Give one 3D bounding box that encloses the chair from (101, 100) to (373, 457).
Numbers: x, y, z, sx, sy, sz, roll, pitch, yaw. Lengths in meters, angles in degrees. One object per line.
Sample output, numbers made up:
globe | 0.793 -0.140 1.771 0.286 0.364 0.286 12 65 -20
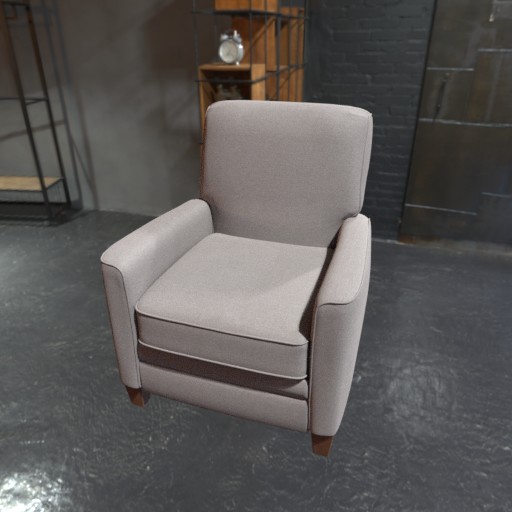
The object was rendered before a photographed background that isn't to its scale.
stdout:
chair | 0.000 0.000 1.675 0.845 1.023 0.859 8 28 16
